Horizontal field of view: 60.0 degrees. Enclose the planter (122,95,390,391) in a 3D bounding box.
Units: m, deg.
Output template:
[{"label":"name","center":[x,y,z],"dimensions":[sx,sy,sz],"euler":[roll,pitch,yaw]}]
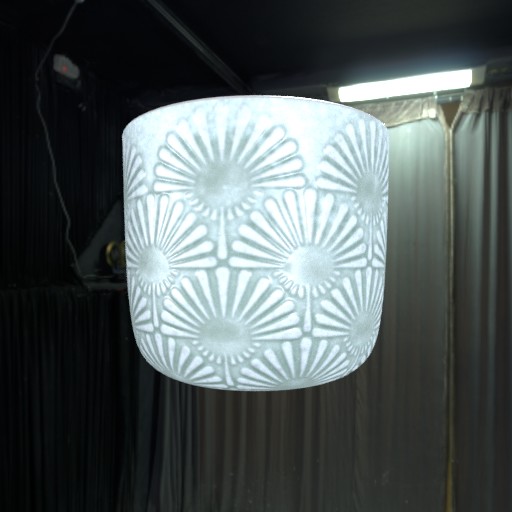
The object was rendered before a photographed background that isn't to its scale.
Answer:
[{"label":"planter","center":[0.000,0.000,0.213],"dimensions":[0.124,0.109,0.124],"euler":[0,-1,0]}]
